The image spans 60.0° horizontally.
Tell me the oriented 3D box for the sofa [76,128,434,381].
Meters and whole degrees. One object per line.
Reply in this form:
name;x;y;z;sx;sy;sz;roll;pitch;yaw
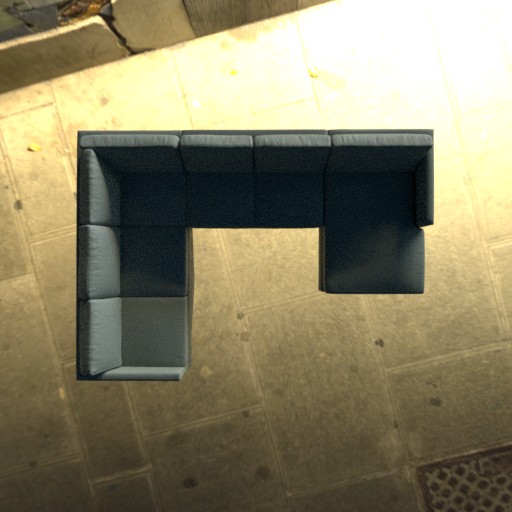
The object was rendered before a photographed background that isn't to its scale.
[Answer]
sofa;0.000;0.000;4.487;3.460;0.882;2.427;0;90;1
